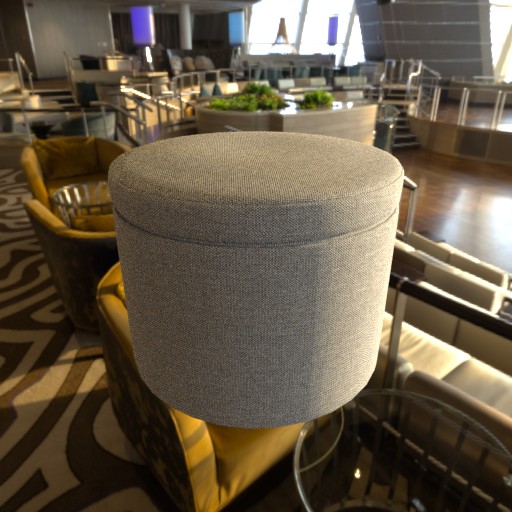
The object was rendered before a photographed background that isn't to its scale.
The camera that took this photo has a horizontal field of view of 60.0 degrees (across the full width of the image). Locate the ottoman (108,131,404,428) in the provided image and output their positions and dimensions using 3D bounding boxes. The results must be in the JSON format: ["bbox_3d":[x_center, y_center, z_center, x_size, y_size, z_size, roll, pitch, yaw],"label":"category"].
[{"bbox_3d":[0.000,0.000,0.856,0.500,0.419,0.500,0,25,0],"label":"ottoman"}]
